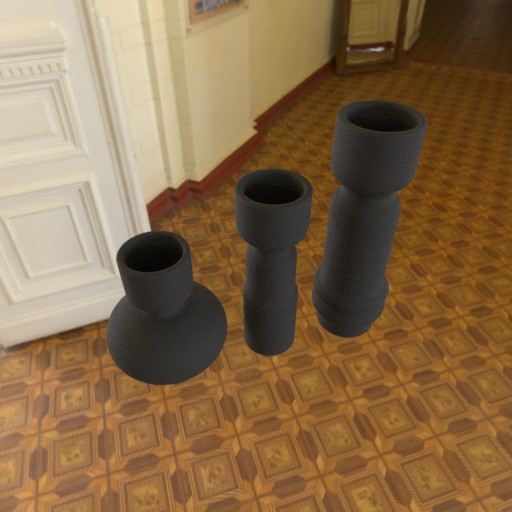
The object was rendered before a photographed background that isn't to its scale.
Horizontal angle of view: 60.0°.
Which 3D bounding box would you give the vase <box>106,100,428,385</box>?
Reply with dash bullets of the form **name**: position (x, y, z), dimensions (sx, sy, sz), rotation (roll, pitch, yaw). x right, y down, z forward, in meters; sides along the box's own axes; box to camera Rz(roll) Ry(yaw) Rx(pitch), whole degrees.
- **vase**: position (0.000, 0.000, 0.425), dimensions (0.307, 0.249, 0.120), rotation (-12, 41, -14)
